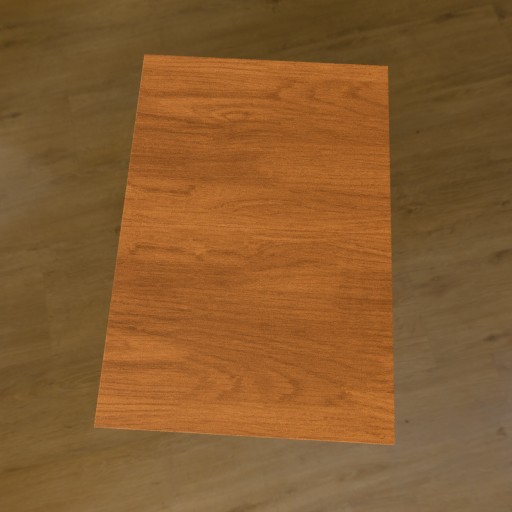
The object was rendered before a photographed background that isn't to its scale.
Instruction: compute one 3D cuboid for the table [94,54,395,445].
[{"bbox_3d":[0.000,0.000,1.852,0.900,0.770,1.300,3,76,1],"label":"table"}]
